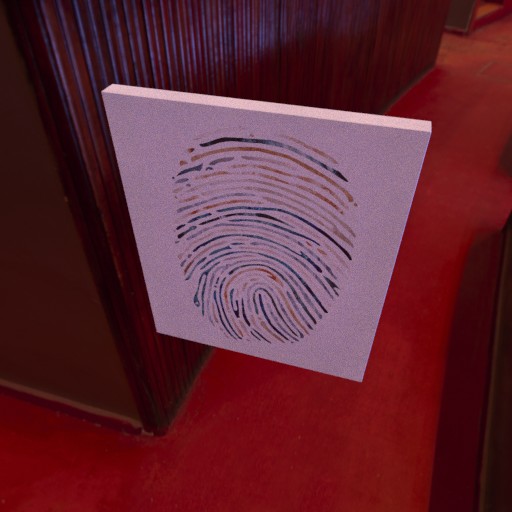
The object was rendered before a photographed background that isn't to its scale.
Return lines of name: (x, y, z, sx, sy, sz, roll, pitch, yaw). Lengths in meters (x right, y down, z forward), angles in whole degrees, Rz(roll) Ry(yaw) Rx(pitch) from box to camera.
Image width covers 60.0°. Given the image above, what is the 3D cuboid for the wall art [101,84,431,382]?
wall art: (0.000, 0.000, 0.870, 0.508, 0.606, 0.037, 11, 43, 12)
